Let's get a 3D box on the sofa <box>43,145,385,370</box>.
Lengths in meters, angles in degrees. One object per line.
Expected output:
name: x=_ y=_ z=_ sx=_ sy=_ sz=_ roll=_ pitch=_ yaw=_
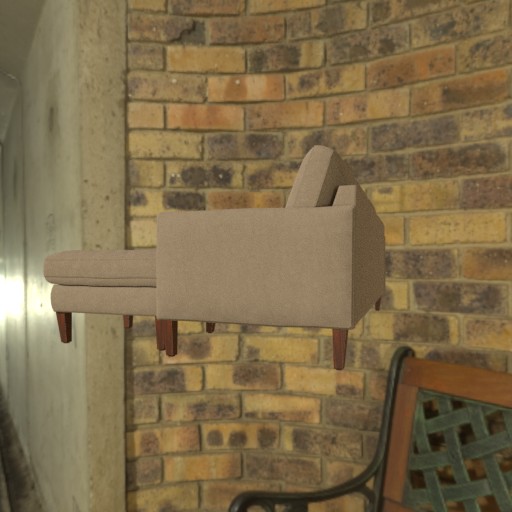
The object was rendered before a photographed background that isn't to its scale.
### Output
sofa: x=0.000 y=0.000 z=2.864 sx=1.506 sy=0.875 sz=2.178 roll=0 pitch=-1 yaw=19
